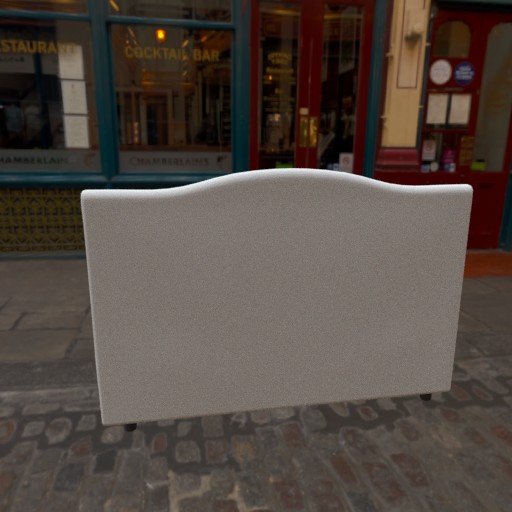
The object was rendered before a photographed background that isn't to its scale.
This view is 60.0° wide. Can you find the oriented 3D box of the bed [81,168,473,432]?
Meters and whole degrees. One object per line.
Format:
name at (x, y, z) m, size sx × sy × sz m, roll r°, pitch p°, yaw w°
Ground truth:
bed at (0.000, 0.000, 3.449) m, size 2.083 × 1.421 × 2.182 m, roll -2°, pitch 14°, yaw -10°
